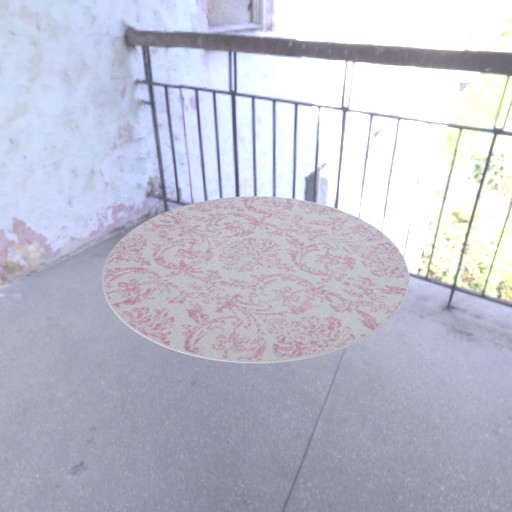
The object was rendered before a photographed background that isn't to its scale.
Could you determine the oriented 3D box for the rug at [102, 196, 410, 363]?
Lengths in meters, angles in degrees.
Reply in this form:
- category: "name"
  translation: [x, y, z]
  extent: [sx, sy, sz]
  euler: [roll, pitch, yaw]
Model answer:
- category: "rug"
  translation: [0.000, 0.000, 2.394]
  extent: [1.593, 0.012, 1.593]
  euler: [0, 31, 0]
